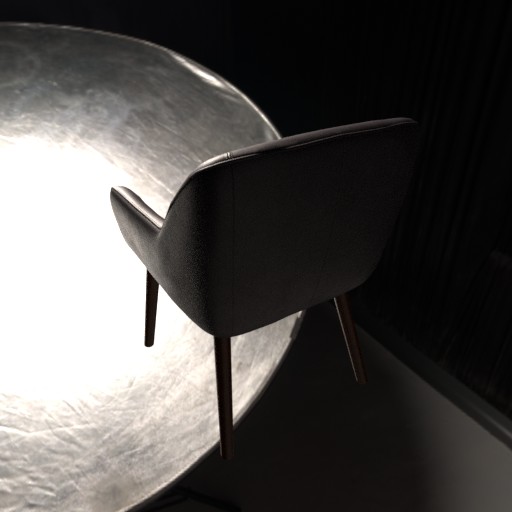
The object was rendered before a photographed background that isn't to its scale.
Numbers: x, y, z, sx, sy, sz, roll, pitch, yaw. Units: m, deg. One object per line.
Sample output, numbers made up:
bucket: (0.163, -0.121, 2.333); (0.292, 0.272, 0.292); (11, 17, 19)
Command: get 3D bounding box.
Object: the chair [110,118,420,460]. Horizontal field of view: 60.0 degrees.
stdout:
chair: (0.000, 0.000, 1.235); (0.610, 0.828, 0.610); (-18, 36, -27)
